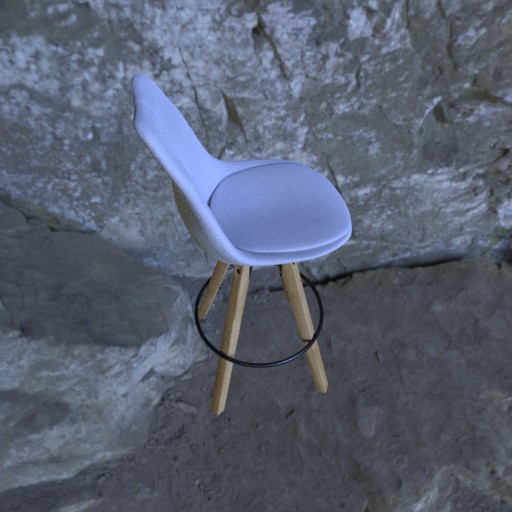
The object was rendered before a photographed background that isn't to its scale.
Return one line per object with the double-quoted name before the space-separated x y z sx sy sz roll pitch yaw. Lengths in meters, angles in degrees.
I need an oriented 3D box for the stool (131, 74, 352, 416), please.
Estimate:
"stool" 0.000 0.000 1.399 0.550 1.115 0.484 -9 47 -8
